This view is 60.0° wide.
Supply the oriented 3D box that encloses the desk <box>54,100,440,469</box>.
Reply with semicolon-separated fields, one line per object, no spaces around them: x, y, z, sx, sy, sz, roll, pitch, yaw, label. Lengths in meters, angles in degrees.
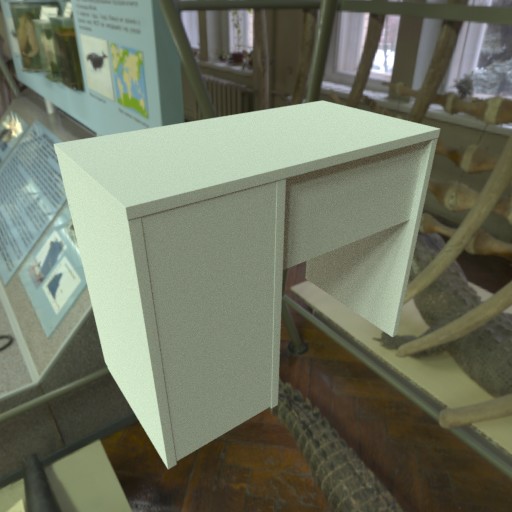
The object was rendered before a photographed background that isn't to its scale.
0.000;0.000;1.340;0.898;0.730;0.482;-20;36;-30;desk
